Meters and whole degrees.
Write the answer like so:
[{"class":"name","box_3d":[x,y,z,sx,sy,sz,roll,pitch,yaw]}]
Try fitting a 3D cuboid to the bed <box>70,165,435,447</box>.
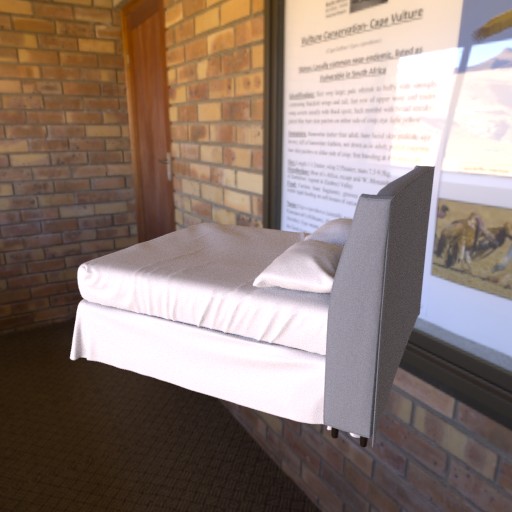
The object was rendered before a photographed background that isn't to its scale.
[{"class":"bed","box_3d":[0.000,0.000,3.377,2.276,1.332,1.925,8,18,25]}]
